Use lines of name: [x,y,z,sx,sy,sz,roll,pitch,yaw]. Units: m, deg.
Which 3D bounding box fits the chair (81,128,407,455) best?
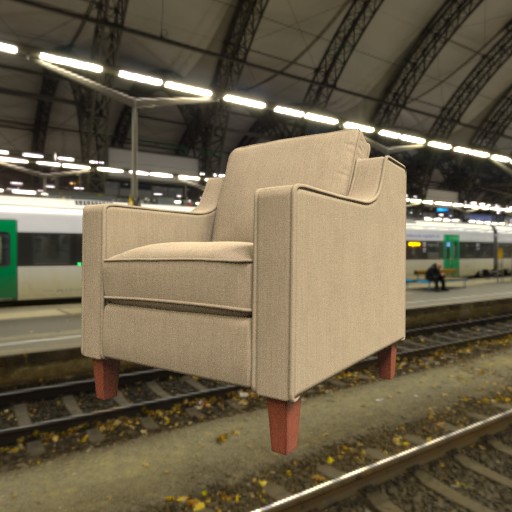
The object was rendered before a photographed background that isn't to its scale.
chair: [0.000,0.000,1.619,0.831,0.960,0.909,0,1,35]
